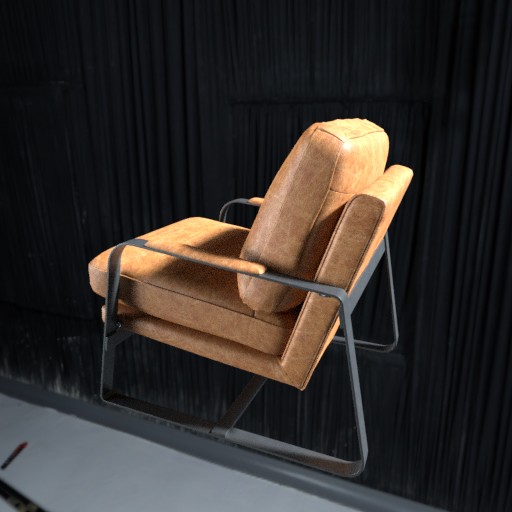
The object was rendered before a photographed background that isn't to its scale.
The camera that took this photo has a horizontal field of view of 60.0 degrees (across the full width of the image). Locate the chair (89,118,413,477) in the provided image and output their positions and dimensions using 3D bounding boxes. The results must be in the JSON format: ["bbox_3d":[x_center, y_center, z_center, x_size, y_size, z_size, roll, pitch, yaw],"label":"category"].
[{"bbox_3d":[0.000,0.000,1.310,0.801,0.777,0.651,7,19,22],"label":"chair"}]
